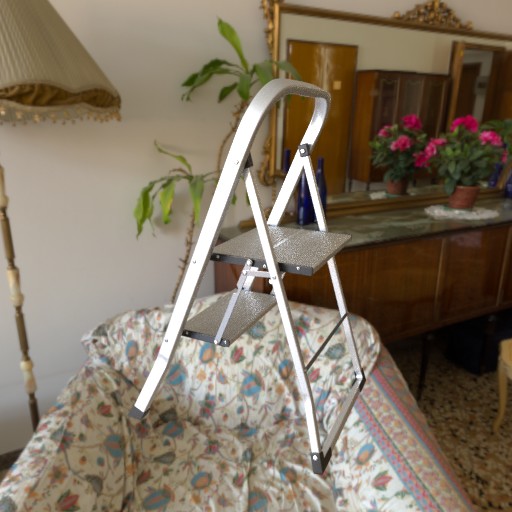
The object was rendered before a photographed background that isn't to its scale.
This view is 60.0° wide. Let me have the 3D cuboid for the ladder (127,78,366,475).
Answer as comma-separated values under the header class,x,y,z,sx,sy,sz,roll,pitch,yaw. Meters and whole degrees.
class,x,y,z,sx,sy,sz,roll,pitch,yaw
ladder,0.000,0.000,1.139,0.530,0.830,0.465,8,19,25
